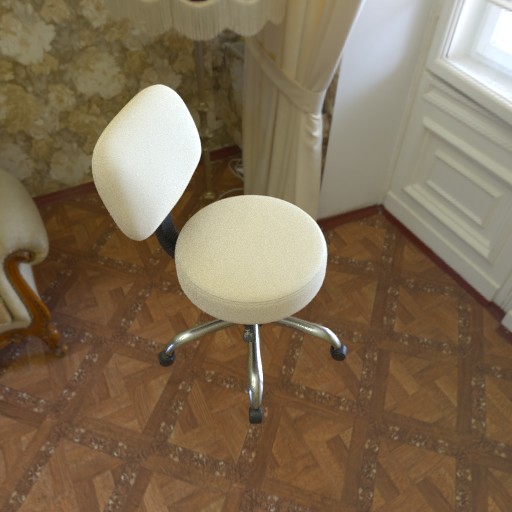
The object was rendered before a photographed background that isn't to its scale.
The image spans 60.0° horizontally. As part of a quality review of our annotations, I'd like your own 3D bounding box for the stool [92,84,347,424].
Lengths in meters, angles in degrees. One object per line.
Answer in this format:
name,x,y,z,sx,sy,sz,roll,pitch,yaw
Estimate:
stool,0.000,0.000,1.227,0.616,0.810,0.609,12,48,11
